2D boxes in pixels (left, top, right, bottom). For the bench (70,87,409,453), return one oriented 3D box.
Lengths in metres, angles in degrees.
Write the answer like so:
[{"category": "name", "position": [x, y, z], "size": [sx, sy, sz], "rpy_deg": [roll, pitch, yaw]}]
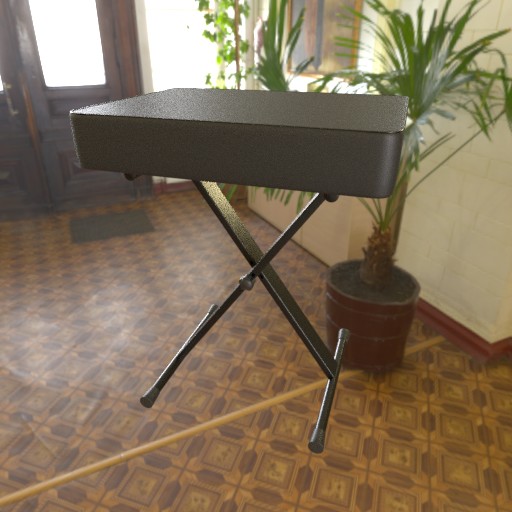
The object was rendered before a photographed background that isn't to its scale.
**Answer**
[{"category": "bench", "position": [0.000, 0.000, 0.760], "size": [0.424, 0.500, 0.321], "rpy_deg": [8, 28, 16]}]
